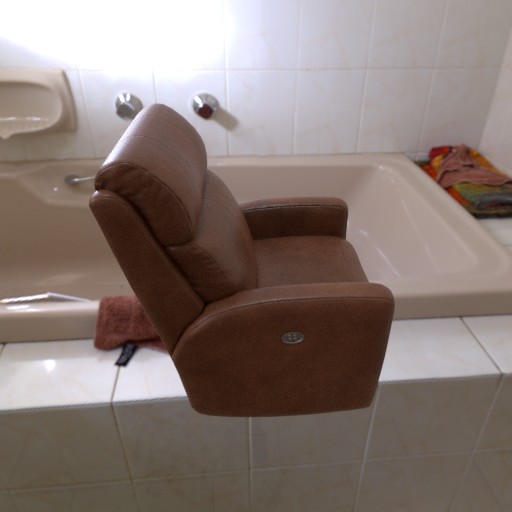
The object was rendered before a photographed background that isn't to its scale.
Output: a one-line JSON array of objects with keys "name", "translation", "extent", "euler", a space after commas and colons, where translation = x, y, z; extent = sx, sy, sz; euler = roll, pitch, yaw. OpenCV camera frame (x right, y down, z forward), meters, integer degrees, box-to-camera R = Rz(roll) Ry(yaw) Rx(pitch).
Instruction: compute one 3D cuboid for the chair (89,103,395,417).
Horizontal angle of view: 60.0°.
[{"name": "chair", "translation": [0.000, 0.000, 1.710], "extent": [0.939, 1.016, 0.787], "euler": [-1, 32, -2]}]
